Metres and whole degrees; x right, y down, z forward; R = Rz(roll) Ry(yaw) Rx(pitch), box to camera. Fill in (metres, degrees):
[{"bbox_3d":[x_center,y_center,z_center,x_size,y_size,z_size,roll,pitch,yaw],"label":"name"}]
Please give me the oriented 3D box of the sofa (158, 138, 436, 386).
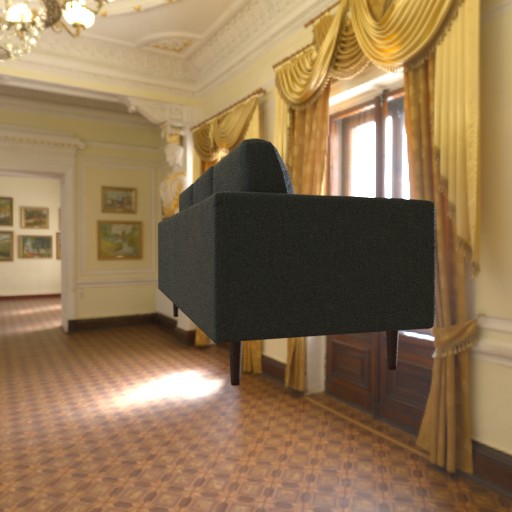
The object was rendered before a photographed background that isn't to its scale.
[{"bbox_3d":[0.000,0.000,2.582,0.935,0.945,2.013,0,1,-18],"label":"sofa"}]
